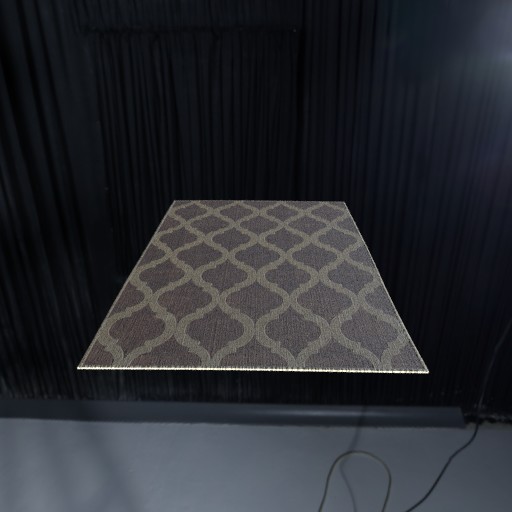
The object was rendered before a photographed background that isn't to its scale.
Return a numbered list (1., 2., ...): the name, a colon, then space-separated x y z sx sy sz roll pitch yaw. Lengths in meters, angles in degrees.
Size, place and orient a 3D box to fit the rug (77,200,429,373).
1. rug: 0.000 0.000 2.930 1.522 0.008 2.284 0 25 1
